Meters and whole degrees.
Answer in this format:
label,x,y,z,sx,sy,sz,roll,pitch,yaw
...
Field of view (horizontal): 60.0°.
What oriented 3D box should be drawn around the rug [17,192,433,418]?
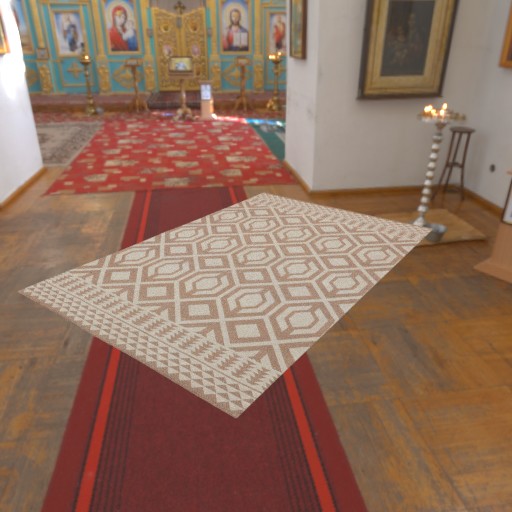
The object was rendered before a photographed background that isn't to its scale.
label,x,y,z,sx,sy,sz,roll,pitch,yaw
rug,0.000,0.000,2.256,1.219,0.008,1.829,17,30,33
